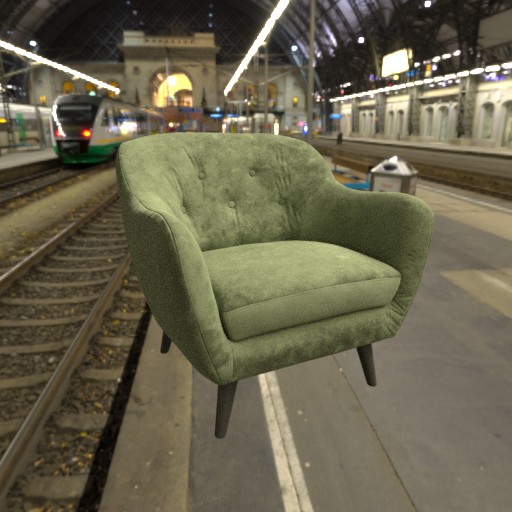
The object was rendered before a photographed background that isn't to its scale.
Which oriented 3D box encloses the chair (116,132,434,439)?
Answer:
[{"bbox_3d":[0.000,0.000,1.509,0.840,0.804,0.819,-8,18,-26],"label":"chair"}]
